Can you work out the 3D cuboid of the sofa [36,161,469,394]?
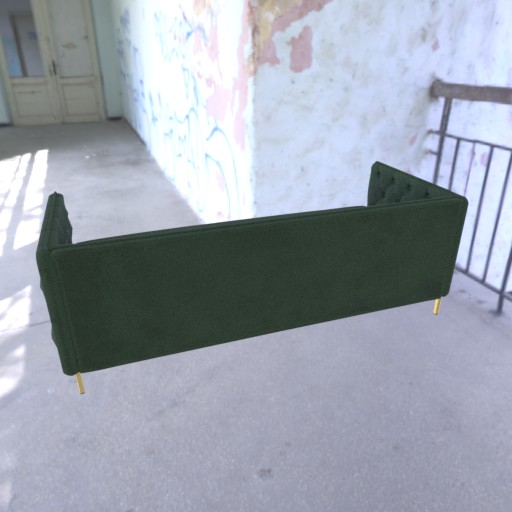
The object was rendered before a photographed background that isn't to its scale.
[{"bbox_3d":[0.000,0.000,2.605,2.209,0.771,0.895,-9,27,-17],"label":"sofa"}]
